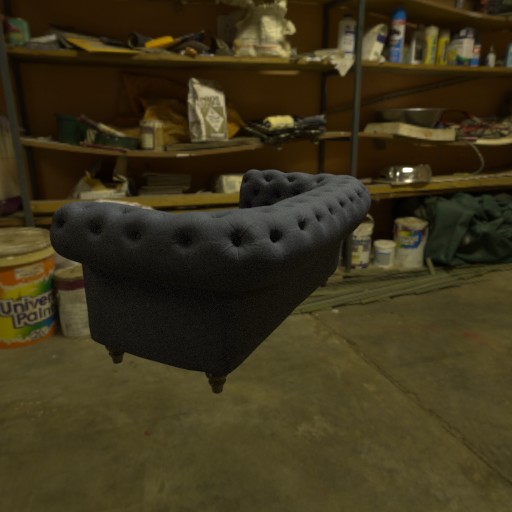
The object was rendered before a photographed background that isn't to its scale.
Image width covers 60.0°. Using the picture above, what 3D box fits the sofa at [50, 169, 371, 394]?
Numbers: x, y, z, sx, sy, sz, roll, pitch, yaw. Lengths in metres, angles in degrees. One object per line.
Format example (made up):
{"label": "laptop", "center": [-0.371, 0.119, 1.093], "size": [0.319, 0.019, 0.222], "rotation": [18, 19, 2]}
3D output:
{"label": "sofa", "center": [0.000, 0.000, 2.589], "size": [1.082, 0.833, 1.988], "rotation": [8, 18, 25]}
